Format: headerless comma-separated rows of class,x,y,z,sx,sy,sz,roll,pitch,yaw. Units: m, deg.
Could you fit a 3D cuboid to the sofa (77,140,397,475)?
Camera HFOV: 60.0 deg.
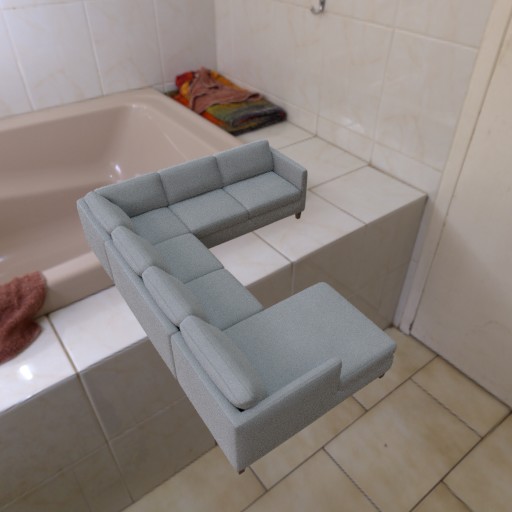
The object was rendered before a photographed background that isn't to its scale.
sofa,0.000,0.000,4.460,2.551,0.853,3.238,-24,45,-26
